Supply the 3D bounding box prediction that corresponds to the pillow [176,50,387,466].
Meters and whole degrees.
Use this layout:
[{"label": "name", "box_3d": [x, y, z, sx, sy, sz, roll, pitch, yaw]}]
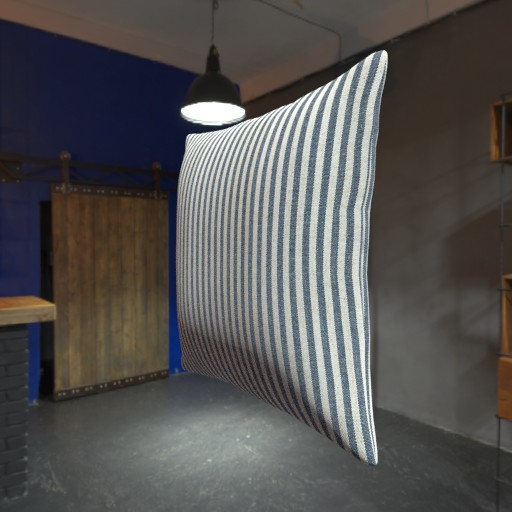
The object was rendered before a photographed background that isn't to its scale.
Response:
[{"label": "pillow", "box_3d": [0.000, 0.000, 0.751, 0.166, 0.510, 0.523, -1, 2, -36]}]
